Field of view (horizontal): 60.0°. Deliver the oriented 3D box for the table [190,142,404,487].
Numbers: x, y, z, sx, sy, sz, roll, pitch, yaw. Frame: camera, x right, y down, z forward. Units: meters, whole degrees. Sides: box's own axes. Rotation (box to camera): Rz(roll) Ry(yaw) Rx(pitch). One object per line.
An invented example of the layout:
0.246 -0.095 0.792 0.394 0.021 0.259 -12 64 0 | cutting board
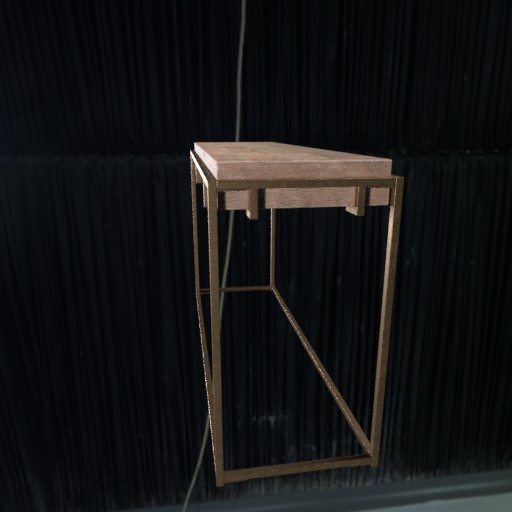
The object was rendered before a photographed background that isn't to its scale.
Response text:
0.000 0.000 1.727 0.440 0.820 1.400 -3 16 -9 | table
